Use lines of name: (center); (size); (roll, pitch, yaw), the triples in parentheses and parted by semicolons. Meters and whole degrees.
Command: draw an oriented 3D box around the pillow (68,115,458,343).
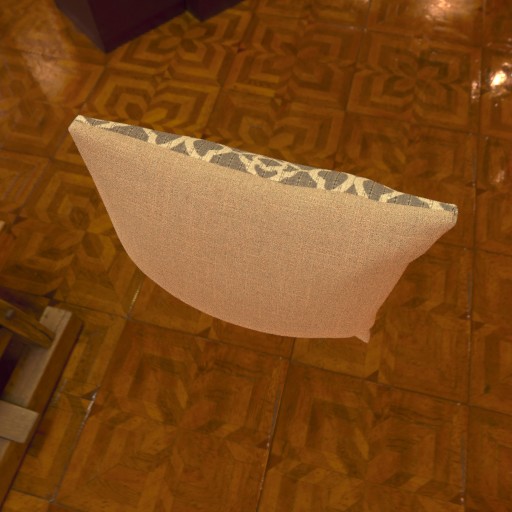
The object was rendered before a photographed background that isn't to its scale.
pillow: (0.000, 0.000, 0.768); (0.508, 0.498, 0.215); (15, 64, 8)
